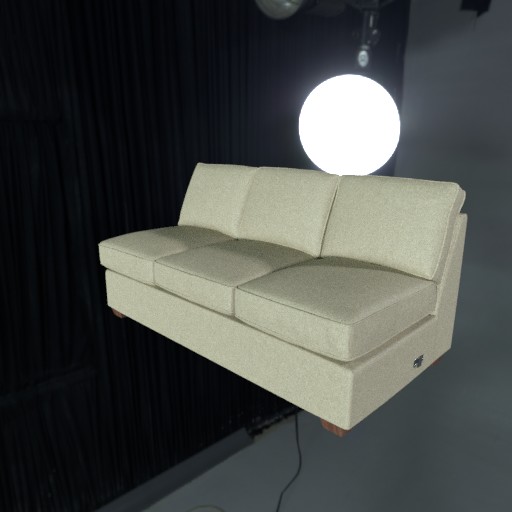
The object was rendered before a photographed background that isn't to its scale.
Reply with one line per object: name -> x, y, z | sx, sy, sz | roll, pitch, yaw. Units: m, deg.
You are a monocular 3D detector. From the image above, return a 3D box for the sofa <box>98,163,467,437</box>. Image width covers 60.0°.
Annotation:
sofa -> 0.000, 0.000, 2.566 | 1.962, 0.973, 1.027 | 14, 20, 43
